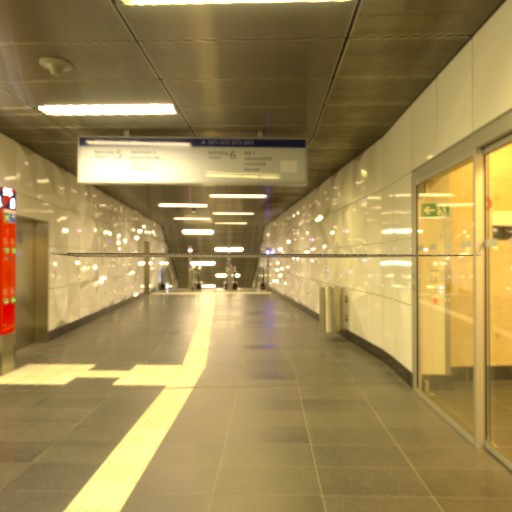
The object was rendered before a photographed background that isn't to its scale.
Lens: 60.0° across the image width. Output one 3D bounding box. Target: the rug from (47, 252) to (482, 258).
[{"bbox_3d":[0.000,0.000,4.294,3.422,0.015,2.143,0,-1,-18],"label":"rug"}]
